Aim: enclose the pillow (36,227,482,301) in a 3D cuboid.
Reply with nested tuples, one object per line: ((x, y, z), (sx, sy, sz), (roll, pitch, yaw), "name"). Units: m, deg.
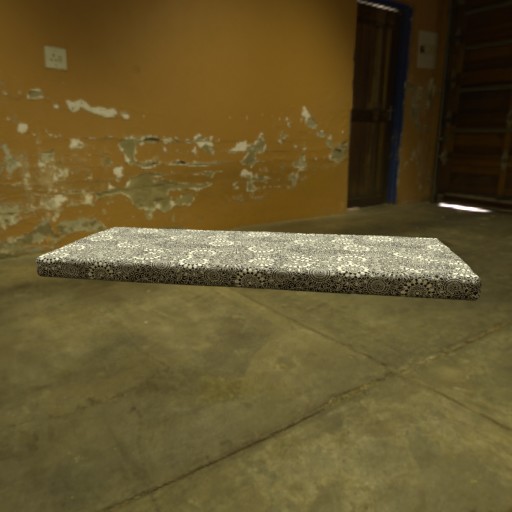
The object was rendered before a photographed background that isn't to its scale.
((0.000, 0.000, 1.347), (1.187, 0.081, 0.492), (2, 15, 10), "pillow")
